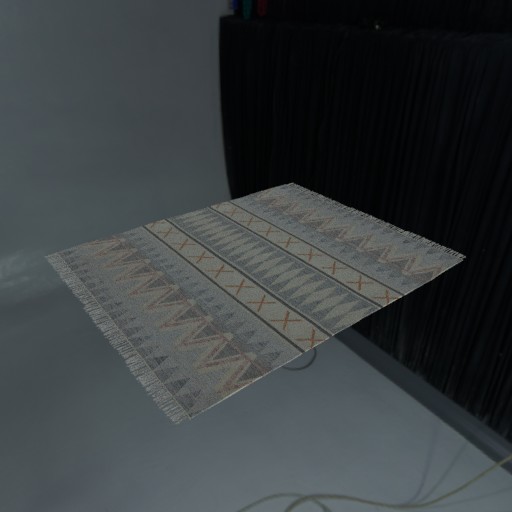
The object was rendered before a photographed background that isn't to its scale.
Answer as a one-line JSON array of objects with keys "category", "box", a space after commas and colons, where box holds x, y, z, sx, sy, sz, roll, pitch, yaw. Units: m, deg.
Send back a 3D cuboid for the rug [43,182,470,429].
[{"category": "rug", "box": [0.000, 0.000, 3.951, 3.000, 0.012, 2.371, -21, 36, -32]}]
